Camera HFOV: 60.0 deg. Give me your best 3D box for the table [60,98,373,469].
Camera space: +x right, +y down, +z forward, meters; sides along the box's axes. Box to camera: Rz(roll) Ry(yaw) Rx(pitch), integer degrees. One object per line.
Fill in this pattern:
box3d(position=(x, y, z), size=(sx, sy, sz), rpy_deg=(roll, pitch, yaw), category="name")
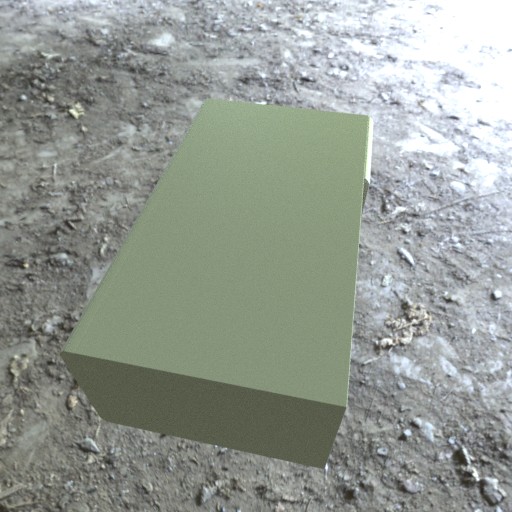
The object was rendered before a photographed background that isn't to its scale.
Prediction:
box3d(position=(0.000, 0.000, 1.422), size=(0.639, 0.442, 1.097), rpy_deg=(9, 48, 8), category="table")
